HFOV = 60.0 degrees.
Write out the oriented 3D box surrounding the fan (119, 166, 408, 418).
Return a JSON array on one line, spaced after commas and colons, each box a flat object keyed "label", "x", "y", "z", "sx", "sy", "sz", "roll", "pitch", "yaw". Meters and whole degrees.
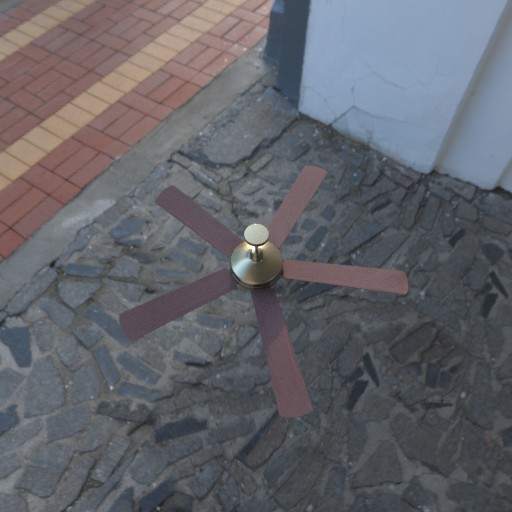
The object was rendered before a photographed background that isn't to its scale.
[{"label": "fan", "x": 0.000, "y": 0.000, "z": 2.028, "sx": 1.321, "sy": 0.356, "sz": 1.321, "roll": -34, "pitch": 64, "yaw": -19}]
